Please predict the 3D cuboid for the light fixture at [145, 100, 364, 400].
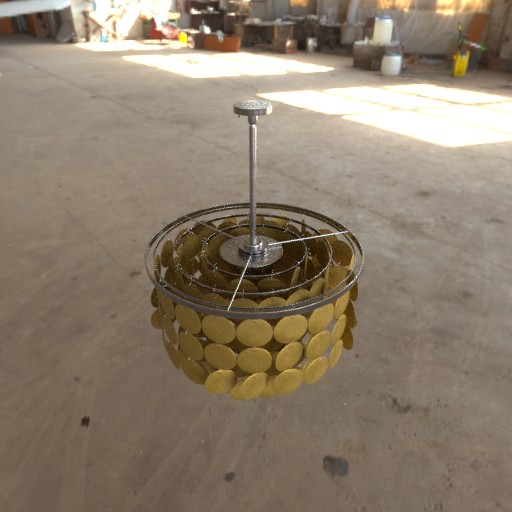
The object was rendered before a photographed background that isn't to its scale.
[{"bbox_3d":[0.000,0.000,0.742,0.368,0.492,0.368,0,31,0],"label":"light fixture"}]
